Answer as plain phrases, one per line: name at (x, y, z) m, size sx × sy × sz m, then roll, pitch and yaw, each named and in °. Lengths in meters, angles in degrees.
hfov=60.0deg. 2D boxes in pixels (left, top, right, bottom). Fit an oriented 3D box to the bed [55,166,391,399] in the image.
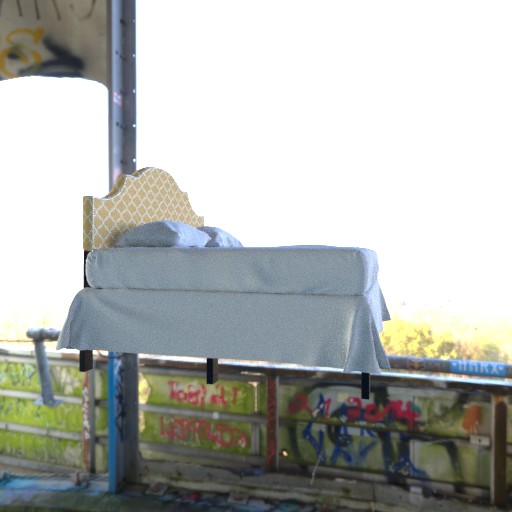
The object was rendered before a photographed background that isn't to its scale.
bed at (0.000, 0.000, 3.796) m, size 2.222 × 1.601 × 2.314 m, roll 0°, pitch 1°, yaw 17°
